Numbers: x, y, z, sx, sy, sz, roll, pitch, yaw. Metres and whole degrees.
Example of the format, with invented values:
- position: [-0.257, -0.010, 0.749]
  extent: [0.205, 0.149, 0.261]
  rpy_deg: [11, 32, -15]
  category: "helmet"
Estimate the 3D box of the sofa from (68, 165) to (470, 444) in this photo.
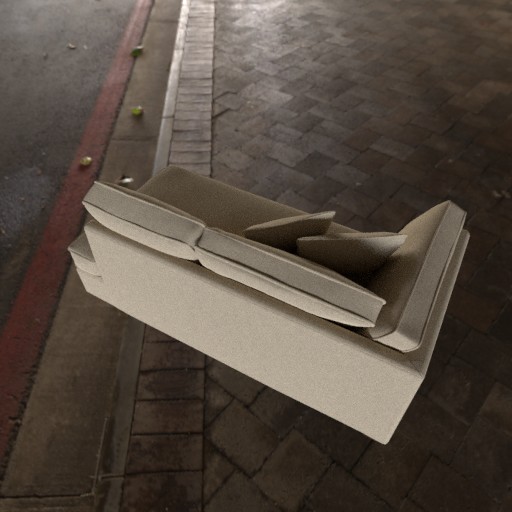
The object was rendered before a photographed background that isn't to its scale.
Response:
- position: [0.000, 0.000, 2.804]
  extent: [2.237, 1.033, 1.110]
  rpy_deg: [22, 50, 20]
  category: "sofa"
